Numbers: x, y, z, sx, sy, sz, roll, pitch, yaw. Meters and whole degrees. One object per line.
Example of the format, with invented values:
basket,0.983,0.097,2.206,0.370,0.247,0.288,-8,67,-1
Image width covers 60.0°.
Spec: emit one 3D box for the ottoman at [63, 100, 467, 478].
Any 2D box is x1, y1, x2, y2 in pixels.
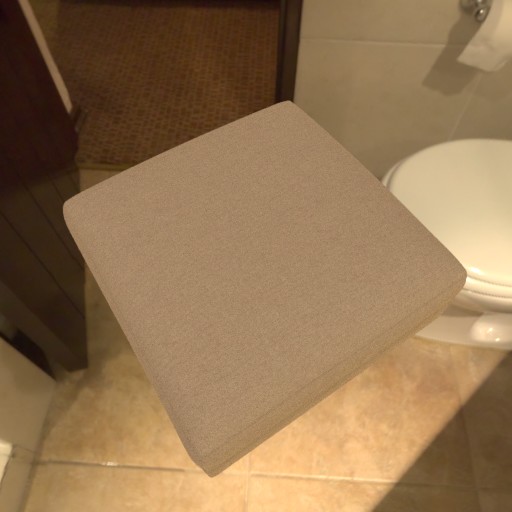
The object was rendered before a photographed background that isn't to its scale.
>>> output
ottoman,0.000,0.000,1.598,1.041,0.470,1.041,-29,63,-17
